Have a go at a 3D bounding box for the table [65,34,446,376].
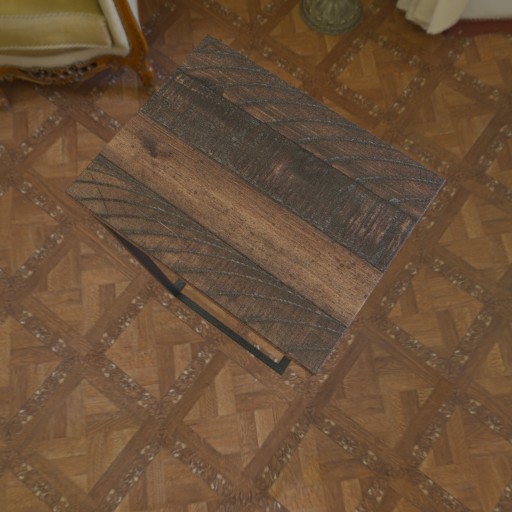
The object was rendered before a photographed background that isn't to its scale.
[{"bbox_3d":[0.000,0.000,0.951,0.414,0.718,0.323,35,77,9],"label":"table"}]
